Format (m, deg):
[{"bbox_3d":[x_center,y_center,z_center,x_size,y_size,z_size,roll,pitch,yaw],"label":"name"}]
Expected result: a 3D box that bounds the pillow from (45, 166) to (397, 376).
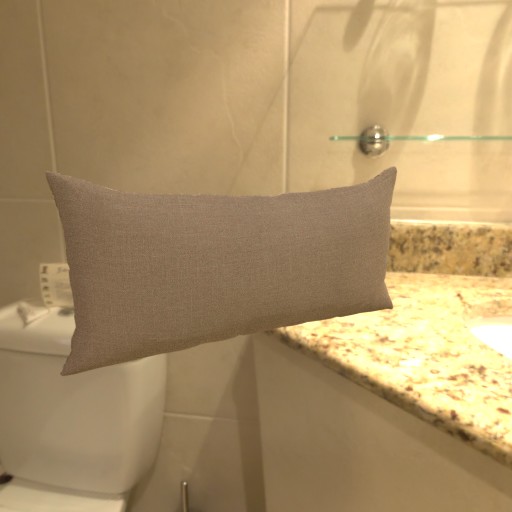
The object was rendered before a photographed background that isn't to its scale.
[{"bbox_3d":[0.000,0.000,0.745,0.631,0.290,0.148,-6,14,-26],"label":"pillow"}]
